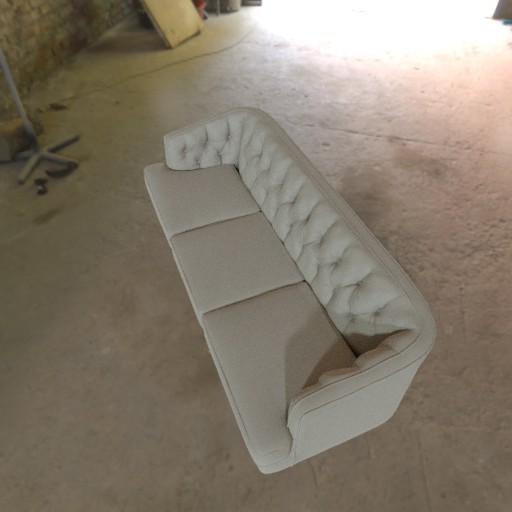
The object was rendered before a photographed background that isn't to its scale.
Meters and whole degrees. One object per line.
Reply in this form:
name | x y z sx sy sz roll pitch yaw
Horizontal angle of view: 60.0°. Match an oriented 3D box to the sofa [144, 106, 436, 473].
sofa | 0.000 0.000 2.733 0.941 0.855 2.278 -17 49 -15
